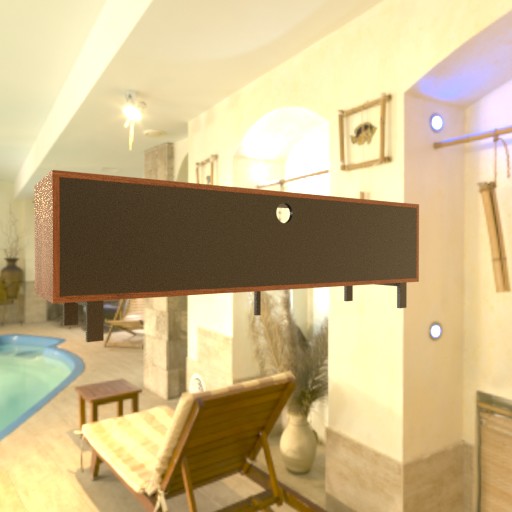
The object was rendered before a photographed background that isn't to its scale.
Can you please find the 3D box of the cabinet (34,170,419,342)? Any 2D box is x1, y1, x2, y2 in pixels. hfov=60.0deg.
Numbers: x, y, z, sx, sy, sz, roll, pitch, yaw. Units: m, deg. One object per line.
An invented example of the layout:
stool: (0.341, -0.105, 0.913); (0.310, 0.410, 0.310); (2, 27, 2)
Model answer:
cabinet: (0.000, 0.000, 1.880); (1.650, 0.500, 0.400); (0, 1, -34)
